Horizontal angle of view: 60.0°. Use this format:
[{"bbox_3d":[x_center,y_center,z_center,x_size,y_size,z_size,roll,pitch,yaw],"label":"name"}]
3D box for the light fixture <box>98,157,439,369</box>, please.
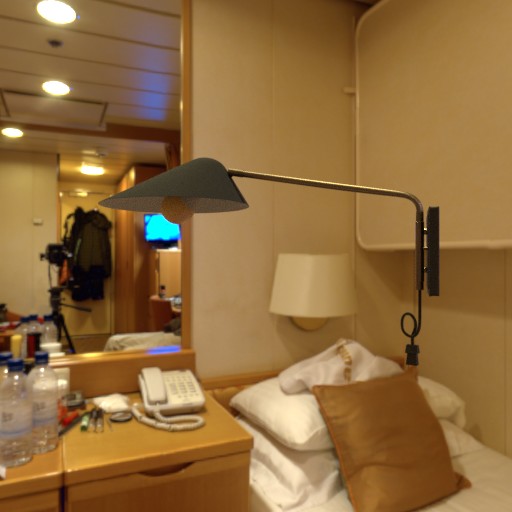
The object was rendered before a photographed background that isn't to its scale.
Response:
[{"bbox_3d":[0.000,0.000,0.679,0.516,0.312,0.240,0,0,19],"label":"light fixture"}]
